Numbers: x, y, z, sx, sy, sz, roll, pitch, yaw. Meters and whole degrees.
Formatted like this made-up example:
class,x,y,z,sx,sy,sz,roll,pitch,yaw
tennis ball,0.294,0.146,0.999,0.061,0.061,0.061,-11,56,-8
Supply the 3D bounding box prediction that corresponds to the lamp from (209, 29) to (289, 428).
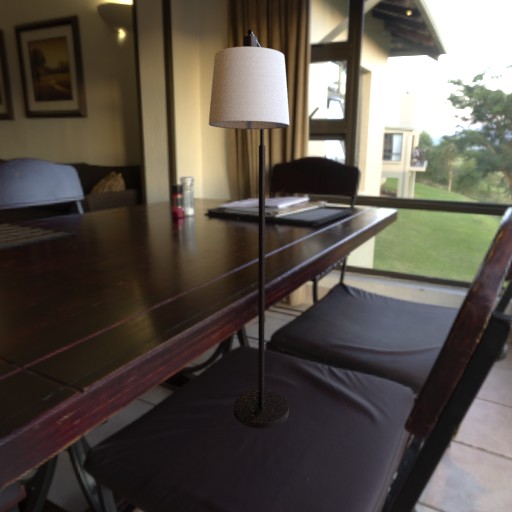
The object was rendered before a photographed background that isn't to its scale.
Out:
class,x,y,z,sx,sy,sz,roll,pitch,yaw
lamp,0.000,0.000,1.639,0.254,1.478,0.508,3,15,10
